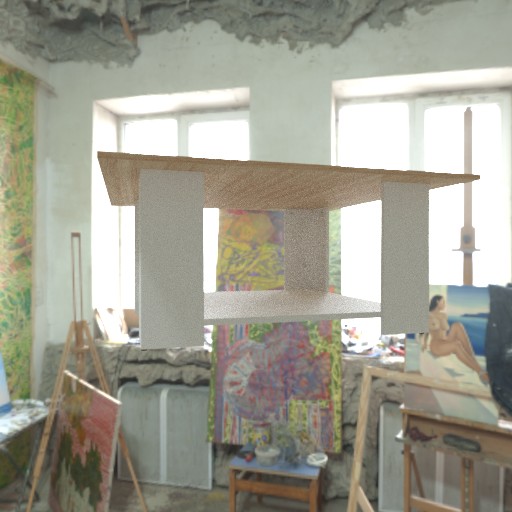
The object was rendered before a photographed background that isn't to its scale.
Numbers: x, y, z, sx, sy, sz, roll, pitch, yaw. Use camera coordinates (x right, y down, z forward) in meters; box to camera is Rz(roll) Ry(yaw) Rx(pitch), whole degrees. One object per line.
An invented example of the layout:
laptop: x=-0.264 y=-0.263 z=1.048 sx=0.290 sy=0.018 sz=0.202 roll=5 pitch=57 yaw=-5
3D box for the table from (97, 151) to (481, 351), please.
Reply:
table: x=0.000 y=0.000 z=1.047 sx=0.670 sy=0.305 sz=0.670 roll=0 pitch=0 yaw=-16
